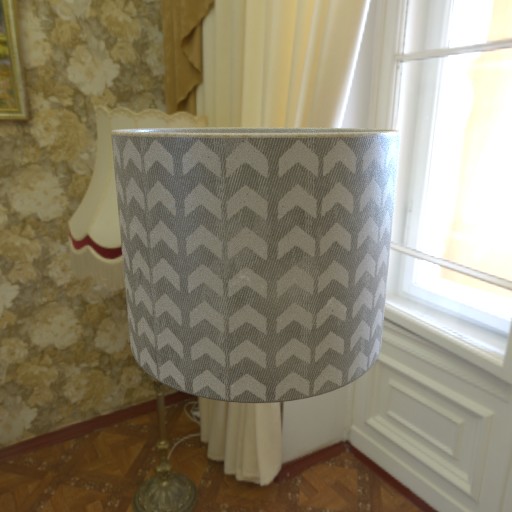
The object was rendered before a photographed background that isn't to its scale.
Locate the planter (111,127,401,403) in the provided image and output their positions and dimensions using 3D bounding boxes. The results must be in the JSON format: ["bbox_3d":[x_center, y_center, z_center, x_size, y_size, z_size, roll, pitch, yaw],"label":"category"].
[{"bbox_3d":[0.000,0.000,0.435,0.250,0.239,0.250,0,17,0],"label":"planter"}]
